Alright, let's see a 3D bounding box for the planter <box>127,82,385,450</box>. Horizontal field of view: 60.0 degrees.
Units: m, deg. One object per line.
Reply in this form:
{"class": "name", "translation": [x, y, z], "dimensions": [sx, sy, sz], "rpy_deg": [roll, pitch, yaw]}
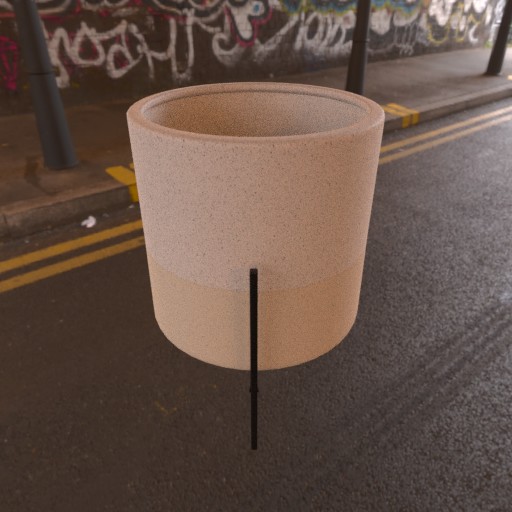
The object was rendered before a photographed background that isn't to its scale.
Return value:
{"class": "planter", "translation": [0.000, 0.000, 0.644], "dimensions": [0.313, 0.423, 0.335], "rpy_deg": [0, 31, 0]}
